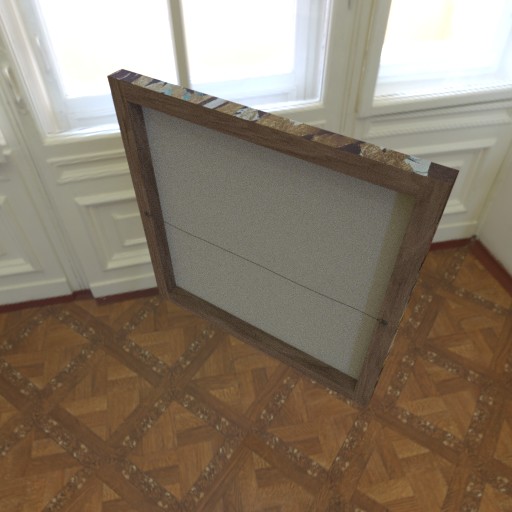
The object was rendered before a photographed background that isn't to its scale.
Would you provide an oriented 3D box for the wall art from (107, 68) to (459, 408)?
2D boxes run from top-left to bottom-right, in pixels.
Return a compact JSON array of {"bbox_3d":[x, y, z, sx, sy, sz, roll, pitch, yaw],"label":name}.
[{"bbox_3d":[0.000,0.000,0.903,0.609,0.613,0.041,24,50,22],"label":"wall art"}]
